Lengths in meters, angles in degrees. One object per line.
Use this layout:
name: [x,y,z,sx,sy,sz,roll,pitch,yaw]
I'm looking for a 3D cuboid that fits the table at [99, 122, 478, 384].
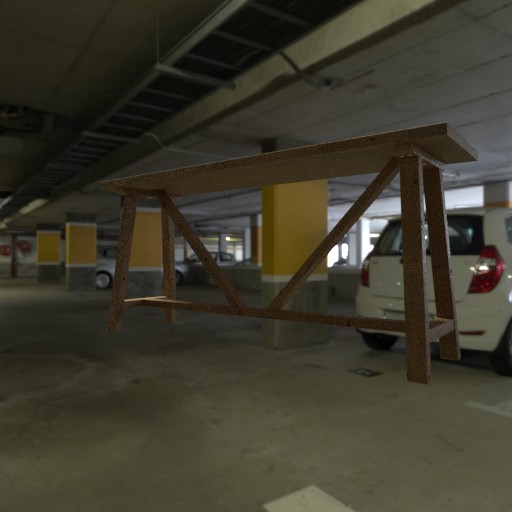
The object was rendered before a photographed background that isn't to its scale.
table: [0.000,0.000,2.070,1.800,0.810,0.465,0,0,37]
